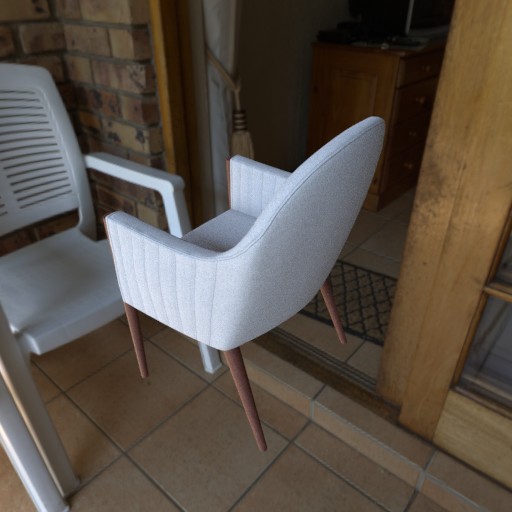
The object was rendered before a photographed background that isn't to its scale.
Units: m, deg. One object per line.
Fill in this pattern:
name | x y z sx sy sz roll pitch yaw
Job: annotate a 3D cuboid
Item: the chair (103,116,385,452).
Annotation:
chair | 0.000 0.000 1.330 0.620 0.889 0.610 20 37 29
